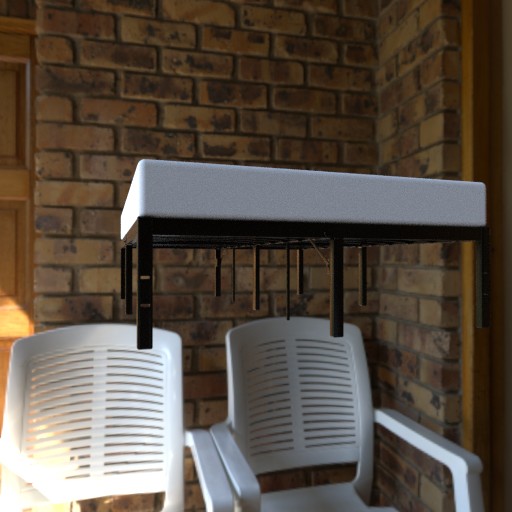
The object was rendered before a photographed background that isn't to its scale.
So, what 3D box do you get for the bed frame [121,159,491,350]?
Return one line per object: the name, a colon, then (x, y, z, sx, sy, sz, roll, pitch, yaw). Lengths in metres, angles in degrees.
bed frame: (0.000, 0.000, 2.731, 1.557, 0.659, 2.072, 0, 0, -19)
